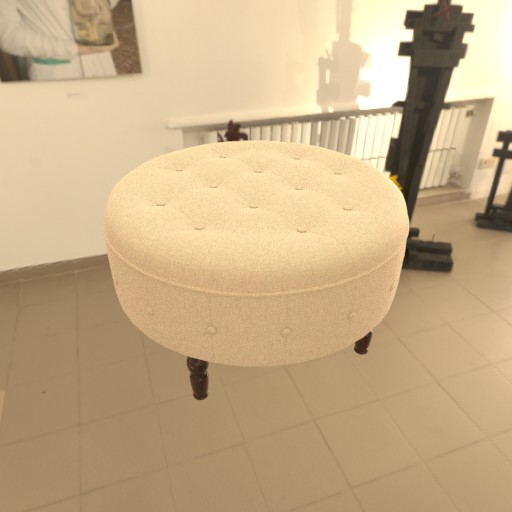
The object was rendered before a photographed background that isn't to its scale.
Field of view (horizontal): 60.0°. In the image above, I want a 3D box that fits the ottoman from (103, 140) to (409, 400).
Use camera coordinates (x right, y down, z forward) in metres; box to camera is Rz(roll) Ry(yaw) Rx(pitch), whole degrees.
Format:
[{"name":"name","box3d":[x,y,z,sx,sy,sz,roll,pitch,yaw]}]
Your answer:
[{"name":"ottoman","box3d":[0.000,0.000,1.366,0.848,0.494,0.848,0,32,0]}]
